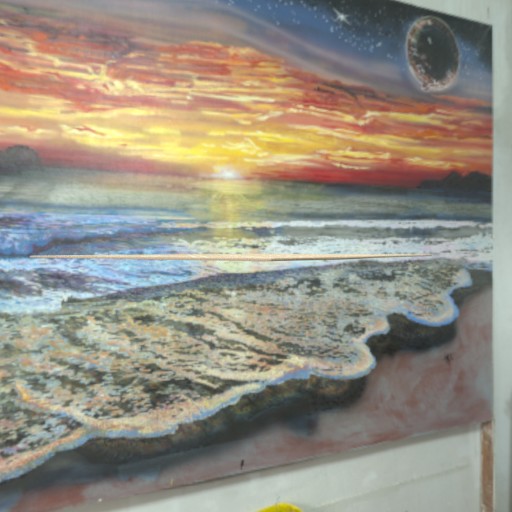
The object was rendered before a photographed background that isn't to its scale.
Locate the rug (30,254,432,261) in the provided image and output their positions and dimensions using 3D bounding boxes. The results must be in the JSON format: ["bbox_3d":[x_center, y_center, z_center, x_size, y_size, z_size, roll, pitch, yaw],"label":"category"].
[{"bbox_3d":[0.000,0.000,3.971,2.288,0.018,2.895,0,1,36],"label":"rug"}]
